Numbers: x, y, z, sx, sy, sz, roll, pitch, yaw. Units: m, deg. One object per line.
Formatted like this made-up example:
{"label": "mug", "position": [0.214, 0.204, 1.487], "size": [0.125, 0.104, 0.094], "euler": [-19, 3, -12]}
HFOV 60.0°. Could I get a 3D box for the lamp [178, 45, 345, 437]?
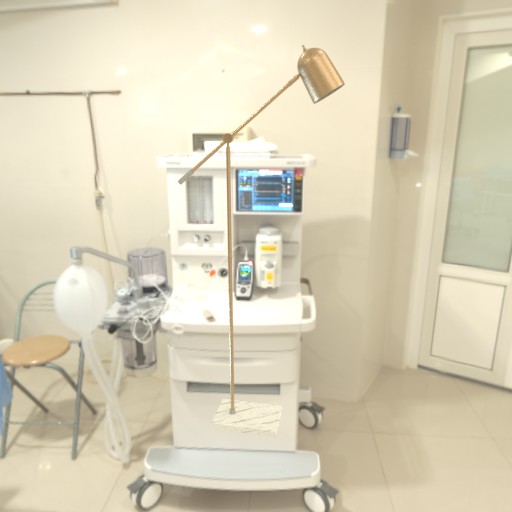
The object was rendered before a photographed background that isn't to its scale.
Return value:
{"label": "lamp", "position": [0.000, 0.000, 1.842], "size": [0.653, 1.594, 0.194], "euler": [3, 17, 11]}
